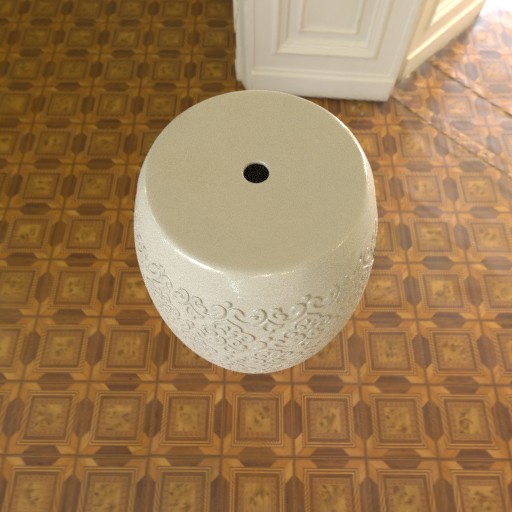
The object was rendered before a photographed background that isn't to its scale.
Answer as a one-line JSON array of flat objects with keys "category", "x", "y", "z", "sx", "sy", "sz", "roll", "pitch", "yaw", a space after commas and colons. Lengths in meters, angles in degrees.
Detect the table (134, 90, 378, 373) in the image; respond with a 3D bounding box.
[{"category": "table", "x": 0.000, "y": 0.000, "z": 0.628, "sx": 0.309, "sy": 0.397, "sz": 0.309, "roll": 0, "pitch": 64, "yaw": 0}]
